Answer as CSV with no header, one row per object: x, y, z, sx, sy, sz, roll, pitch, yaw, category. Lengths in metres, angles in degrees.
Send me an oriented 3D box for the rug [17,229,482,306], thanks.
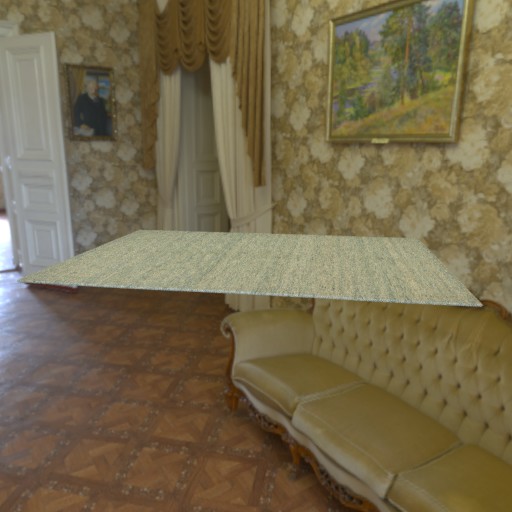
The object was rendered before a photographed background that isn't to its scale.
0.000,0.000,2.870,2.283,0.013,1.547,2,14,9,rug
